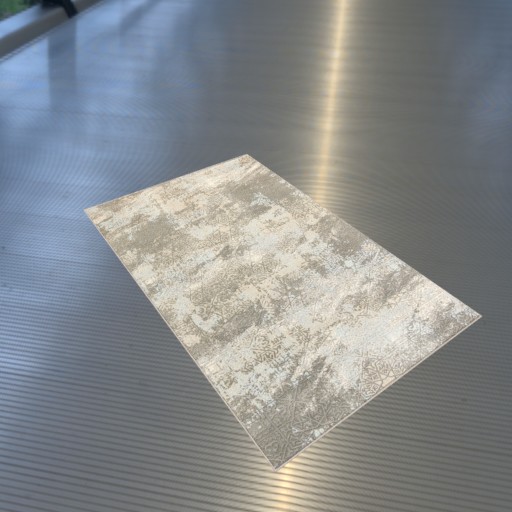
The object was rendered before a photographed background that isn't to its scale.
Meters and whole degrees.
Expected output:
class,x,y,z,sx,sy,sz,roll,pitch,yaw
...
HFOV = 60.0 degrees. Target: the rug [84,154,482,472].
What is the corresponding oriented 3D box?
class,x,y,z,sx,sy,sz,roll,pitch,yaw
rug,0.000,0.000,3.017,1.536,0.012,2.431,-25,47,-26
